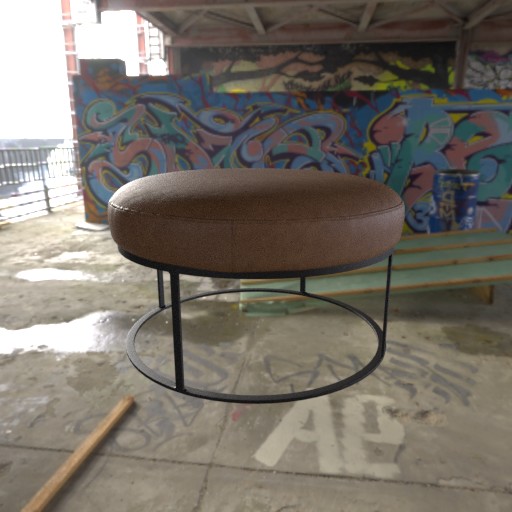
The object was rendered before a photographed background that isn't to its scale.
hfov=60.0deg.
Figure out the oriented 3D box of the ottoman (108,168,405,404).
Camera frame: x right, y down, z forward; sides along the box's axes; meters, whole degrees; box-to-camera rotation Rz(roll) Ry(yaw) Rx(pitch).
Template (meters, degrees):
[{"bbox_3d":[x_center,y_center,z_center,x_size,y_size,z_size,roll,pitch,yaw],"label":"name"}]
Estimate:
[{"bbox_3d":[0.000,0.000,1.244,0.771,0.460,0.771,0,15,0],"label":"ottoman"}]
